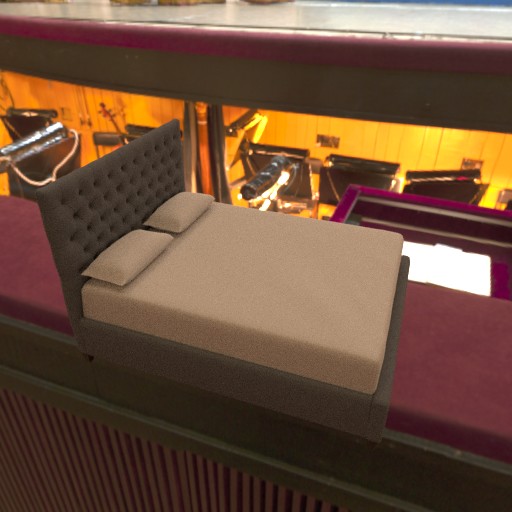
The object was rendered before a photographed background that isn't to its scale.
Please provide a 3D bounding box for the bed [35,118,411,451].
[{"bbox_3d":[0.000,0.000,3.334,2.231,1.427,1.698,11,34,17],"label":"bed"}]
